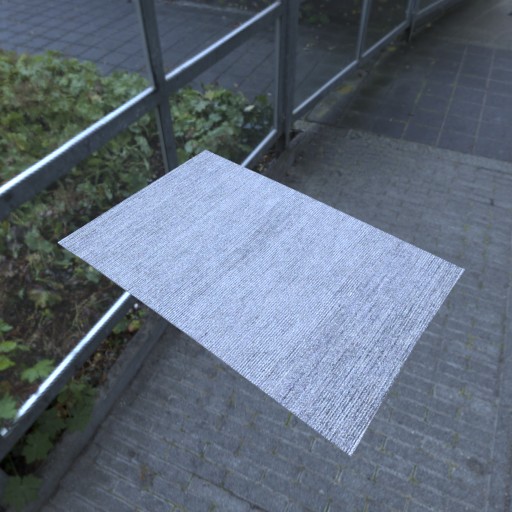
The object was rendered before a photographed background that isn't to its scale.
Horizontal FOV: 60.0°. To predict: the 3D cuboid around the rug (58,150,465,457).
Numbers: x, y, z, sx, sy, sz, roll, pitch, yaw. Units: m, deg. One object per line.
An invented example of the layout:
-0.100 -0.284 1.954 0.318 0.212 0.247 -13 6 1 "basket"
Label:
0.000 0.000 2.293 1.789 0.021 1.159 30 53 26 "rug"
